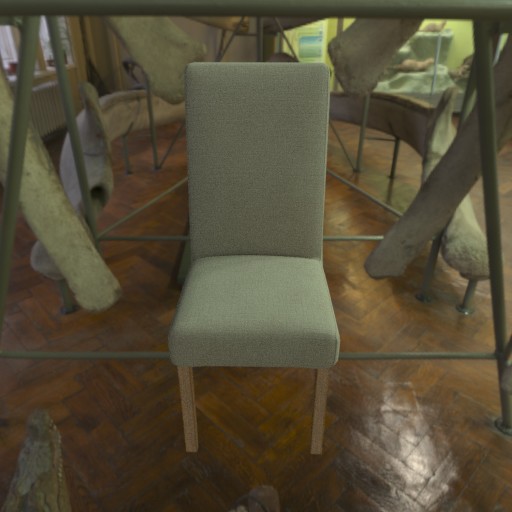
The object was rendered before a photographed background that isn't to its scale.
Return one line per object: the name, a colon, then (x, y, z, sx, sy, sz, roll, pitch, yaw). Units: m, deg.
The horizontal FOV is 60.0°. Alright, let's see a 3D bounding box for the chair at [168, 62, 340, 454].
chair: (0.000, 0.000, 1.353, 0.450, 1.033, 0.611, 1, 29, 1)
